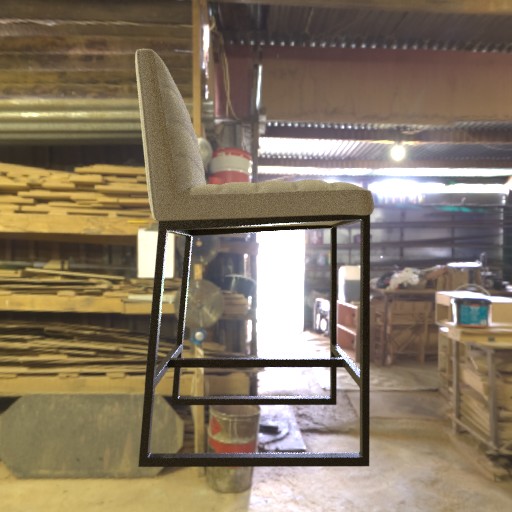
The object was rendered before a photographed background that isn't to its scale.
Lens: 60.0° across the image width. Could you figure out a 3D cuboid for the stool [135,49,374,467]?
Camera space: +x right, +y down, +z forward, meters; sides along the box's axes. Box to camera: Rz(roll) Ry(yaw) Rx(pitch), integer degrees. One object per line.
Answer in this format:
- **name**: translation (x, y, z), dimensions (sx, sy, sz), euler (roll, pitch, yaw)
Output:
- **stool**: translation (0.000, 0.000, 1.237), dimensions (0.567, 0.971, 0.459), euler (0, 1, 0)
